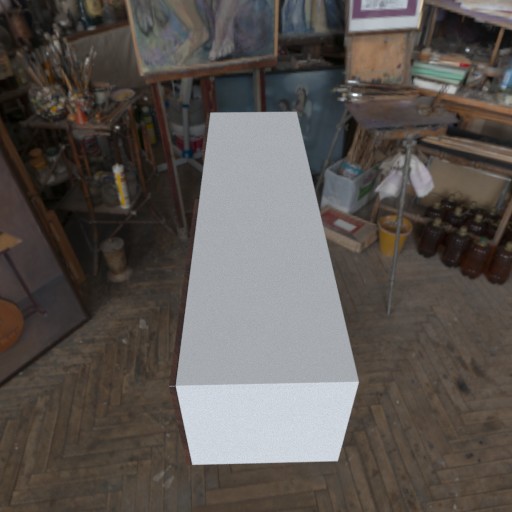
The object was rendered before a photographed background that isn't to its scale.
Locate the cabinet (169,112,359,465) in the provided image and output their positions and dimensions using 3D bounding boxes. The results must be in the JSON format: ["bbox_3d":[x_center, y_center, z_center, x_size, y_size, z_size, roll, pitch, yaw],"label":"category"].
[{"bbox_3d":[0.000,0.000,1.742,0.431,0.533,1.499,-1,41,-1],"label":"cabinet"}]
